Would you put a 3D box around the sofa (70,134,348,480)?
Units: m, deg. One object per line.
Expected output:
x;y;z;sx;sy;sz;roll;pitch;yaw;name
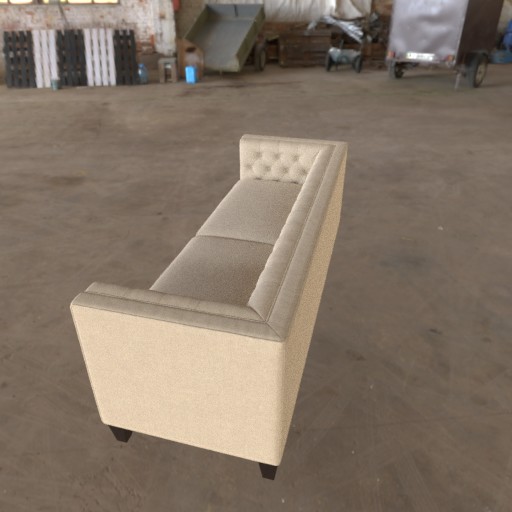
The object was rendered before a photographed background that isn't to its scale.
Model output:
0.000;0.000;2.533;0.775;0.762;2.159;8;32;13;sofa
